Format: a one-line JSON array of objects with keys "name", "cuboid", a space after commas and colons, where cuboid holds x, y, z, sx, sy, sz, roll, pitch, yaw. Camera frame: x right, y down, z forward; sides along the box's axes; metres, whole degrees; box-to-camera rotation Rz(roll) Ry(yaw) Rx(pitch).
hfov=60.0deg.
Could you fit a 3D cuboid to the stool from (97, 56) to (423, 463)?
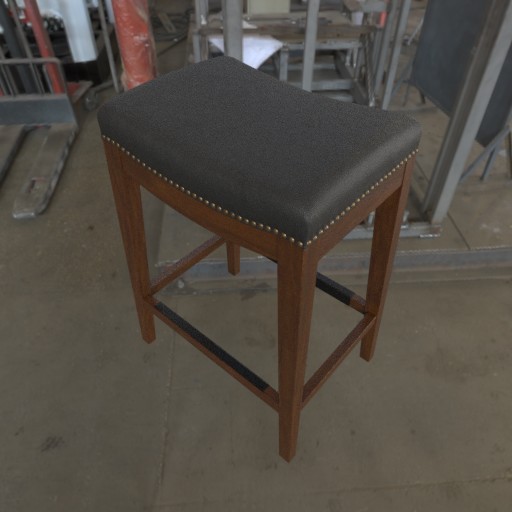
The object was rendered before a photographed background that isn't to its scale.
[{"name": "stool", "cuboid": [0.000, 0.000, 0.928, 0.490, 0.664, 0.353, 31, 51, 28]}]
